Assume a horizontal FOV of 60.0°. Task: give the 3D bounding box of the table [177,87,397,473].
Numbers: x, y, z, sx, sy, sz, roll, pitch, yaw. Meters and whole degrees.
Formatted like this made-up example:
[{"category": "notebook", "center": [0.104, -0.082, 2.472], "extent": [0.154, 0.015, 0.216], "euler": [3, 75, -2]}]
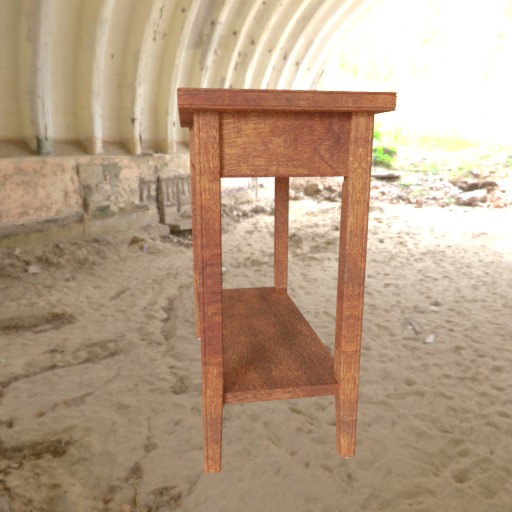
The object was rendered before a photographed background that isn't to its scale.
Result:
[{"category": "table", "center": [0.000, 0.000, 0.961], "extent": [0.305, 0.610, 0.610], "euler": [-2, 14, -9]}]
